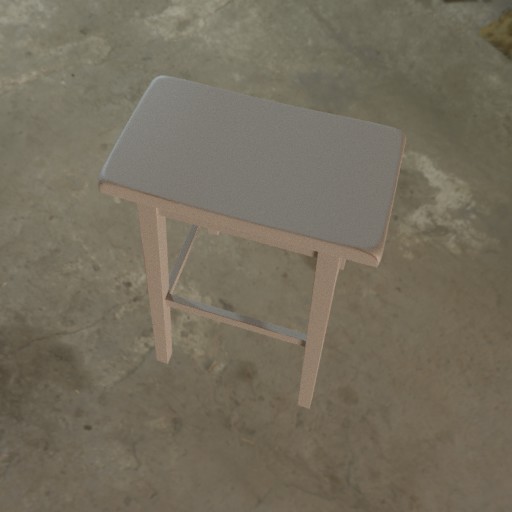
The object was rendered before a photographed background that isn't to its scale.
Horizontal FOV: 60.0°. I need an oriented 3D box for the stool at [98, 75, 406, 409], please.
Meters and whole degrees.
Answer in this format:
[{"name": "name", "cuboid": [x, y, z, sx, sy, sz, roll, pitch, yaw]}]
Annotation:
[{"name": "stool", "cuboid": [0.000, 0.000, 1.030, 0.457, 0.737, 0.476, 15, 65, 7]}]
